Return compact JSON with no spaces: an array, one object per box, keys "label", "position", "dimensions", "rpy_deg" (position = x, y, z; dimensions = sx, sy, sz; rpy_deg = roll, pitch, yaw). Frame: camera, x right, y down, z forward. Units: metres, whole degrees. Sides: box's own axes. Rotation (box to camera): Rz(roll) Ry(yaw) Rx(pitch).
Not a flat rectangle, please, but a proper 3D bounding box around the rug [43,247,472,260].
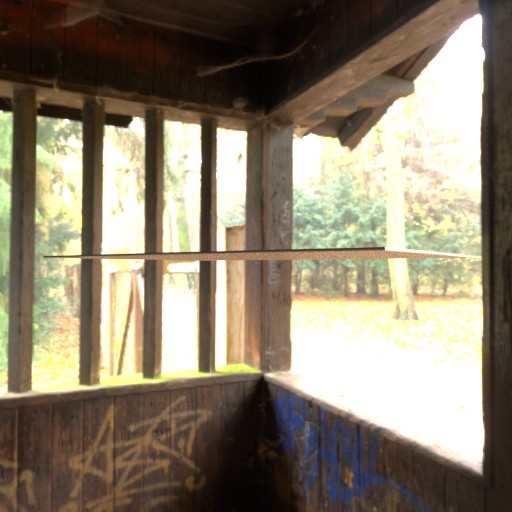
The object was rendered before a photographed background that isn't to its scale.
[{"label":"rug","position":[0.000,0.000,3.060],"dimensions":[2.438,0.026,1.706],"rpy_deg":[-1,-2,36]}]
